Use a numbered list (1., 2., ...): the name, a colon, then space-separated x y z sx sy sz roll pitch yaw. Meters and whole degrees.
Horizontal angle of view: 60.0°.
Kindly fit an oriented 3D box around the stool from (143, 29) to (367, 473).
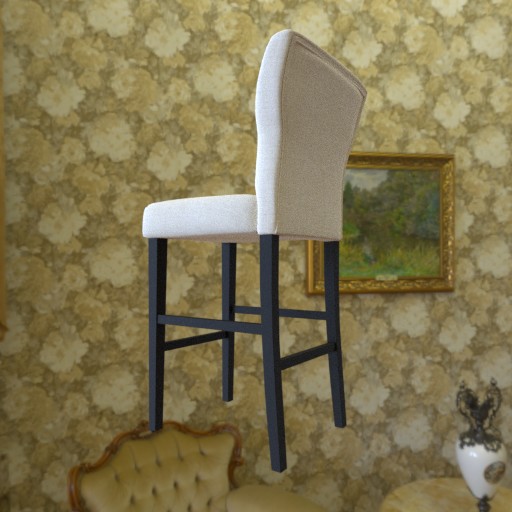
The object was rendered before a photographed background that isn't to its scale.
1. stool: 0.000 0.000 1.436 0.603 1.124 0.516 -1 -1 35
